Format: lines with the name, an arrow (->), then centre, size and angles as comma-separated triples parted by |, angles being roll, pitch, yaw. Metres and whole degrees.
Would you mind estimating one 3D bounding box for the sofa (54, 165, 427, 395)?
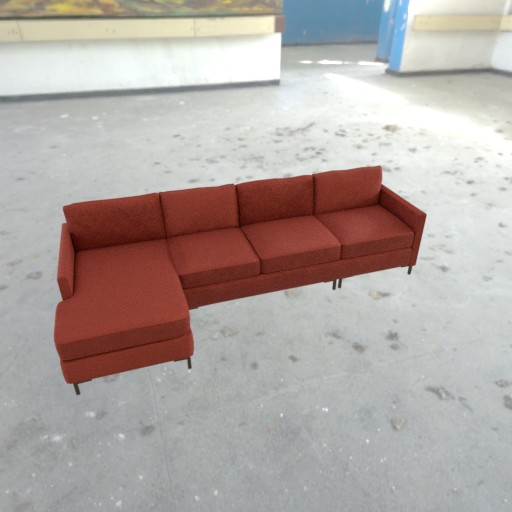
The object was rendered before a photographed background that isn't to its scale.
sofa -> 0.000, 0.000, 4.077 | 3.400, 0.967, 1.500 | -10, 33, -15
